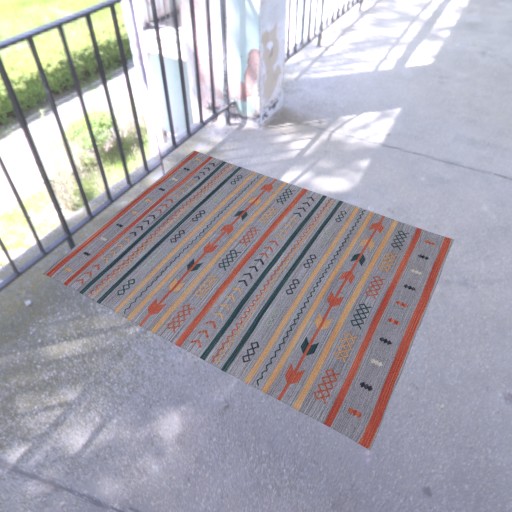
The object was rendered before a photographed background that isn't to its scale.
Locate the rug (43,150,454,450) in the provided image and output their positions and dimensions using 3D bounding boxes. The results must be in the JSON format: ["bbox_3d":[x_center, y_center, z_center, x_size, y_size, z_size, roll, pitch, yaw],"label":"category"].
[{"bbox_3d":[0.000,0.000,4.041,3.029,0.022,2.263,23,50,20],"label":"rug"}]
